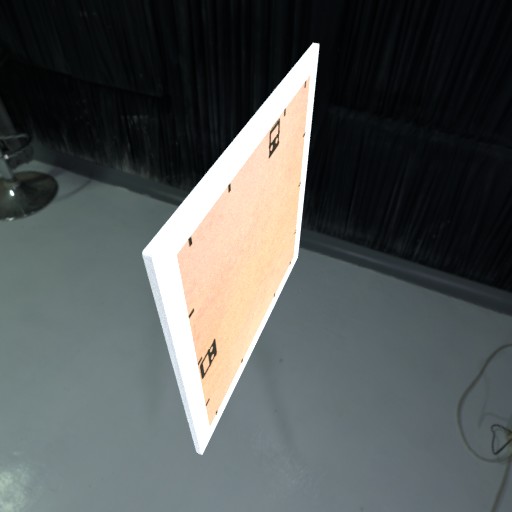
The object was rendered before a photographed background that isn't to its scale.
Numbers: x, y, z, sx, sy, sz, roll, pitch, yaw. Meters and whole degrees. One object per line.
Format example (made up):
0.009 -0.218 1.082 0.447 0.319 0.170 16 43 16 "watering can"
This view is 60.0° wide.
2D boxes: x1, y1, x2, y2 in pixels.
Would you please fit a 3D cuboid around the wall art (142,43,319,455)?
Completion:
0.000 0.000 0.855 0.013 0.584 0.584 17 49 15 "wall art"
